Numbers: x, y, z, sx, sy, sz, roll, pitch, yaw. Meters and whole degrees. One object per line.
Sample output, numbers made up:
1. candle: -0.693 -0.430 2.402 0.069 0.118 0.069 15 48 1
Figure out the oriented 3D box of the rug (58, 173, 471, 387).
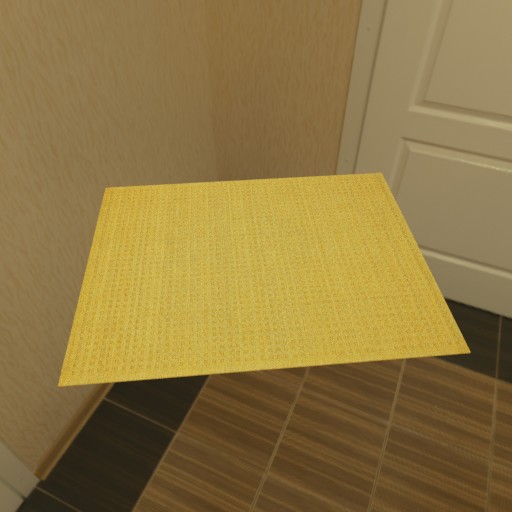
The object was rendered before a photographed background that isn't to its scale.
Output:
1. rug: 0.000 0.000 4.331 3.242 0.015 2.486 -4 46 -4
